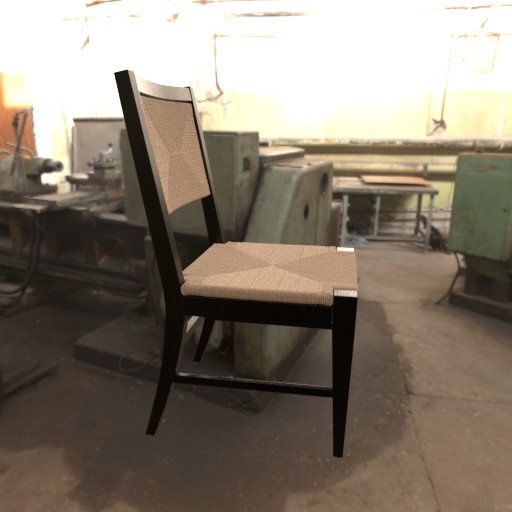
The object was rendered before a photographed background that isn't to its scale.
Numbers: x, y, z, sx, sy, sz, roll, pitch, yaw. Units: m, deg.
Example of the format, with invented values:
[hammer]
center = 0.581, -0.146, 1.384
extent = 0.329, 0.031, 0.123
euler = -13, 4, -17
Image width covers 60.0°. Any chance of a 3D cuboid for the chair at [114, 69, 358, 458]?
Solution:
[chair]
center = 0.000, 0.000, 1.235
extent = 0.552, 0.927, 0.437
euler = 3, 16, 11
